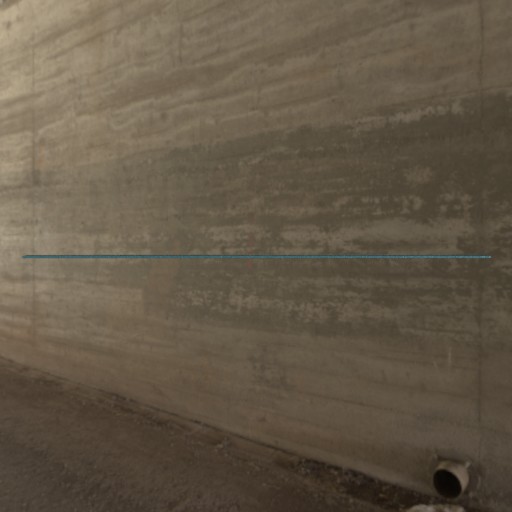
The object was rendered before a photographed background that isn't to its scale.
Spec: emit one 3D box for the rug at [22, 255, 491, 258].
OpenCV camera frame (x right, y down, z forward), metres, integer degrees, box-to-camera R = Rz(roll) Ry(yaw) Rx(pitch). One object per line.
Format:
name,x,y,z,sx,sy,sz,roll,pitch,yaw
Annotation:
rug,0.000,0.000,2.333,1.833,0.012,1.211,0,0,-1
